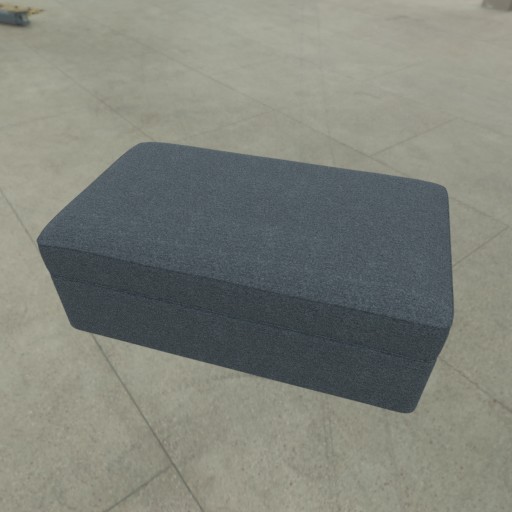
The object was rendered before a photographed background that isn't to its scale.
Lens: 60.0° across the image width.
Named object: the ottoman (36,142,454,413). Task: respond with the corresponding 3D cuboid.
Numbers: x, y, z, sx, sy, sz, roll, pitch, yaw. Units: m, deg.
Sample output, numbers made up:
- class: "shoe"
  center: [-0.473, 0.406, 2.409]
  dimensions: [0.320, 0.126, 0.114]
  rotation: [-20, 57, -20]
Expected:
- class: "ottoman"
  center: [0.000, 0.000, 1.525]
  dimensions: [1.173, 0.494, 0.681]
  rotation: [11, 42, 13]
